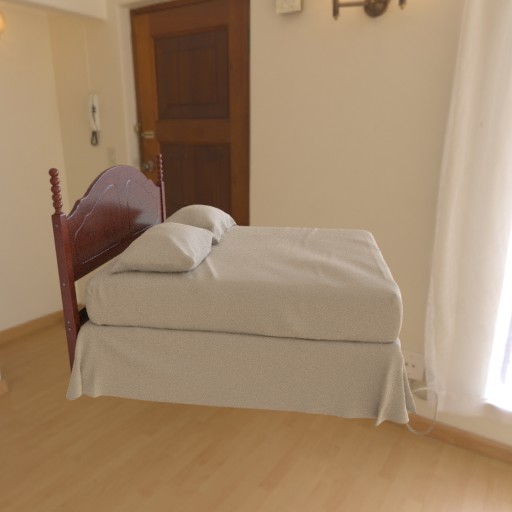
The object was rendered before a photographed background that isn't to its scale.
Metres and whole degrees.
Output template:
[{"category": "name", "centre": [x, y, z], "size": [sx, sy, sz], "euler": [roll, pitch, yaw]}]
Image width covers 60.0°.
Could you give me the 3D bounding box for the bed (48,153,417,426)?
[{"category": "bed", "centre": [0.000, 0.000, 3.194], "size": [2.040, 1.356, 1.873], "euler": [2, 16, 8]}]
